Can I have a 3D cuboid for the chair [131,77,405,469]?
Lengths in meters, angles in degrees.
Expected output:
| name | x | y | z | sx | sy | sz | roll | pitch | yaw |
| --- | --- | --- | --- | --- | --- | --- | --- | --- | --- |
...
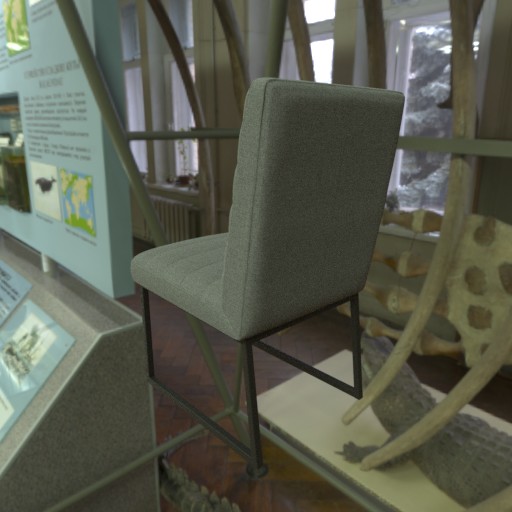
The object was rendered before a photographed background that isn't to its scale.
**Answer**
| name | x | y | z | sx | sy | sz | roll | pitch | yaw |
| --- | --- | --- | --- | --- | --- | --- | --- | --- | --- |
| chair | 0.000 | 0.000 | 1.326 | 0.520 | 0.930 | 0.634 | -14 | 21 | -41 |
